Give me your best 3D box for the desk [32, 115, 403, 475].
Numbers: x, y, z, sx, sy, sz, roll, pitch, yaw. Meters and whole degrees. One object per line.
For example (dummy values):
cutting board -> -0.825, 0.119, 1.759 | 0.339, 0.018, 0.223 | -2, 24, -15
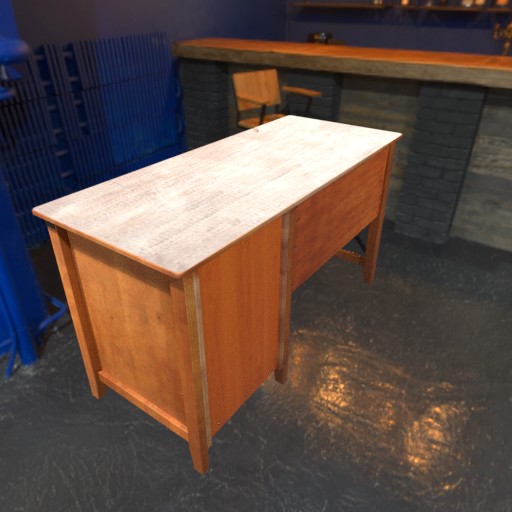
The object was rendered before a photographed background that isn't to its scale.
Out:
desk -> 0.000, 0.000, 1.748 | 0.574, 0.756, 1.353 | 20, 36, 30
